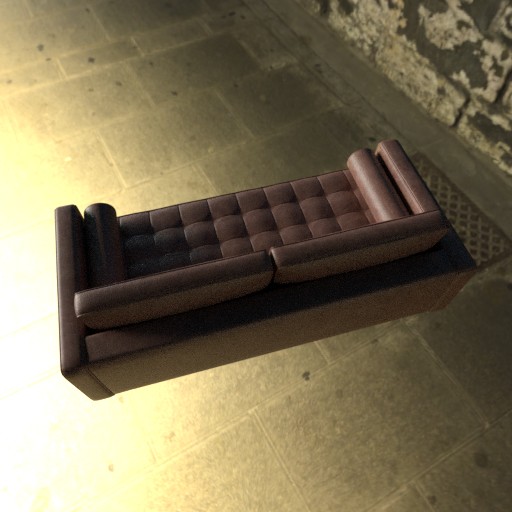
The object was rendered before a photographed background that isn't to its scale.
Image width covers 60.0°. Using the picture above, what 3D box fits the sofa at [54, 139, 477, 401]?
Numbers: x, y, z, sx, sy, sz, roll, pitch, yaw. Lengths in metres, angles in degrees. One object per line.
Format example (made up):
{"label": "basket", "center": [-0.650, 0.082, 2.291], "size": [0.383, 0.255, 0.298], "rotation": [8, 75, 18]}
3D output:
{"label": "sofa", "center": [0.000, 0.000, 2.265], "size": [1.870, 0.760, 0.910], "rotation": [-13, 59, -8]}
